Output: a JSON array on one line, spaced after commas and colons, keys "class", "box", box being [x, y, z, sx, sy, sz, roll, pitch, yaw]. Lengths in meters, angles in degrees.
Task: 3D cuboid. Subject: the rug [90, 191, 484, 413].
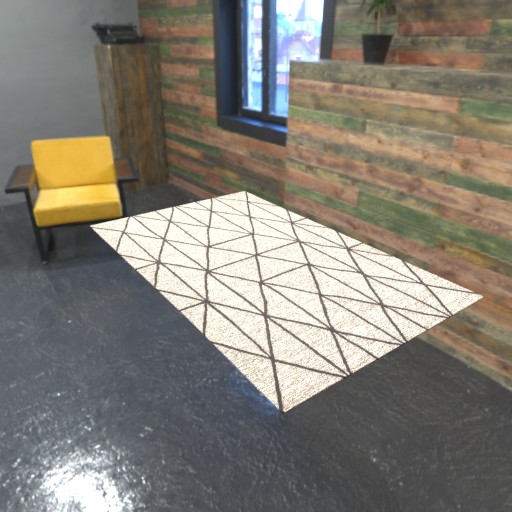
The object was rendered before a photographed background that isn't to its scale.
[{"class": "rug", "box": [0.000, 0.000, 3.093, 1.526, 0.008, 2.465, -18, 31, -32]}]
